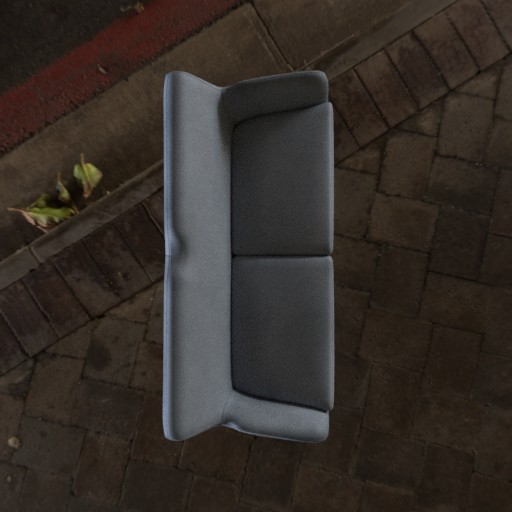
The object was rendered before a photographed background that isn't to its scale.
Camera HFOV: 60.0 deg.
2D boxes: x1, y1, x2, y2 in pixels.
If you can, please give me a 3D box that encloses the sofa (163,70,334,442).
[{"bbox_3d":[0.000,0.000,2.380,0.850,0.810,1.870,0,89,1],"label":"sofa"}]
